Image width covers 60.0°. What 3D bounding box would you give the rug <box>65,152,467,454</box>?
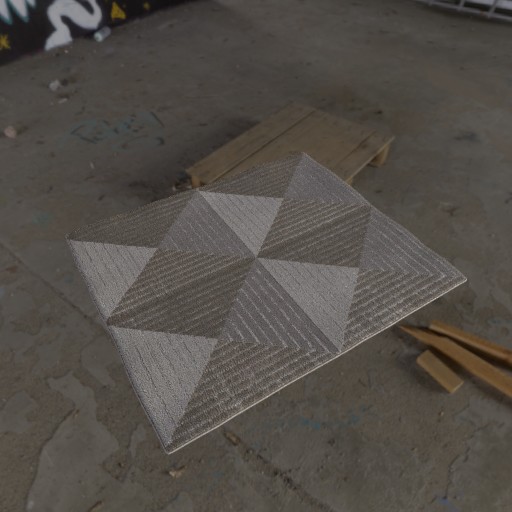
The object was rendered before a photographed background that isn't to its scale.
[{"bbox_3d":[0.000,0.000,0.911,0.642,0.008,0.551,-24,50,-22],"label":"rug"}]
